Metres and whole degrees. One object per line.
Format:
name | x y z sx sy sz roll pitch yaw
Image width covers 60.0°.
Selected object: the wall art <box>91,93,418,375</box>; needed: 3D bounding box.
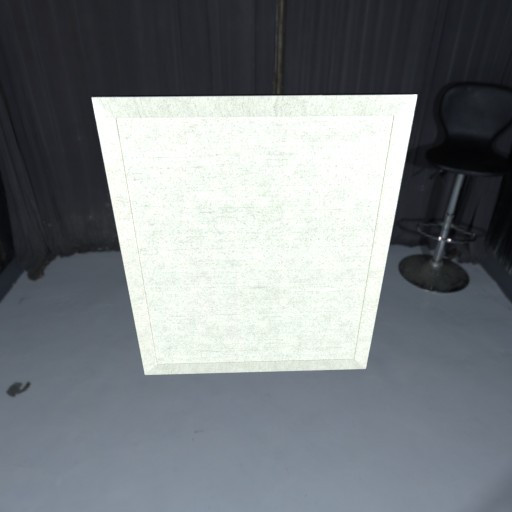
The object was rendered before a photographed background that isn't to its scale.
wall art | 0.000 0.000 0.647 0.381 0.457 0.023 -1 32 -2
